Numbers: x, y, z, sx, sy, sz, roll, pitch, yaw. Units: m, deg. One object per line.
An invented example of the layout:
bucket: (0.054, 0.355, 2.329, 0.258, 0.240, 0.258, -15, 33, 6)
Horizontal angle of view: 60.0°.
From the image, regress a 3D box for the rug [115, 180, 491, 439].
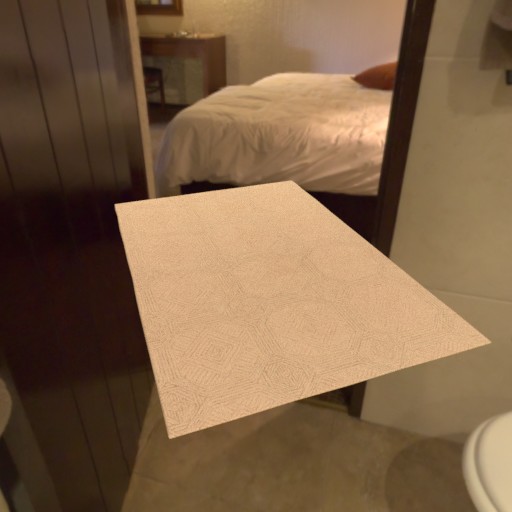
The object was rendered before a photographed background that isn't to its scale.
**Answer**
rug: (0.000, 0.000, 2.239, 1.236, 0.009, 1.839, -10, 32, -17)
